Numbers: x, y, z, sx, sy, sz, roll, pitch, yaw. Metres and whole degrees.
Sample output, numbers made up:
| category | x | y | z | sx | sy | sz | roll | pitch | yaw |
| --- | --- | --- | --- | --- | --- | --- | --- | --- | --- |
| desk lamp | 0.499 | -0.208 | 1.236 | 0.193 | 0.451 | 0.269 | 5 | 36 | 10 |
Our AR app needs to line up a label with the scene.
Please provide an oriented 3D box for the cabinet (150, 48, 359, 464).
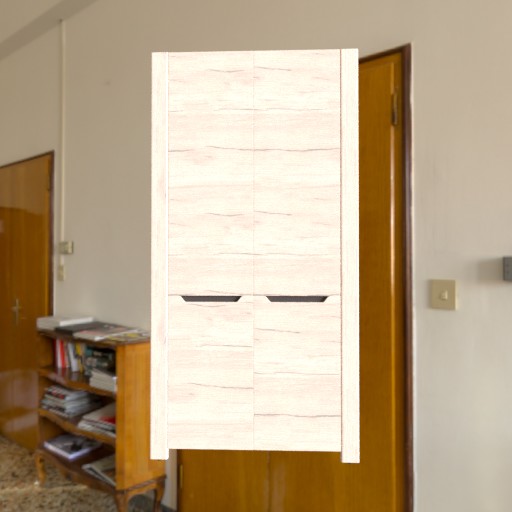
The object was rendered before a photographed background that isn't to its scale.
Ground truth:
| category | x | y | z | sx | sy | sz | roll | pitch | yaw |
| --- | --- | --- | --- | --- | --- | --- | --- | --- | --- |
| cabinet | 0.000 | 0.000 | 2.366 | 0.980 | 1.930 | 0.580 | 0 | -1 | 2 |
